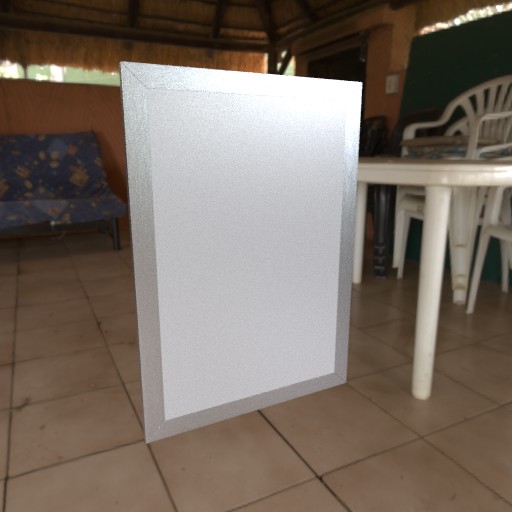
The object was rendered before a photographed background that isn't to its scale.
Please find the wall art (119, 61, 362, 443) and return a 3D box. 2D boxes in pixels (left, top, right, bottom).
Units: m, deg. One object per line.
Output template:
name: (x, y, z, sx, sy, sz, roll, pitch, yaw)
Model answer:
wall art: (0.000, 0.000, 0.688, 0.376, 0.529, 0.013, -7, 15, -27)
